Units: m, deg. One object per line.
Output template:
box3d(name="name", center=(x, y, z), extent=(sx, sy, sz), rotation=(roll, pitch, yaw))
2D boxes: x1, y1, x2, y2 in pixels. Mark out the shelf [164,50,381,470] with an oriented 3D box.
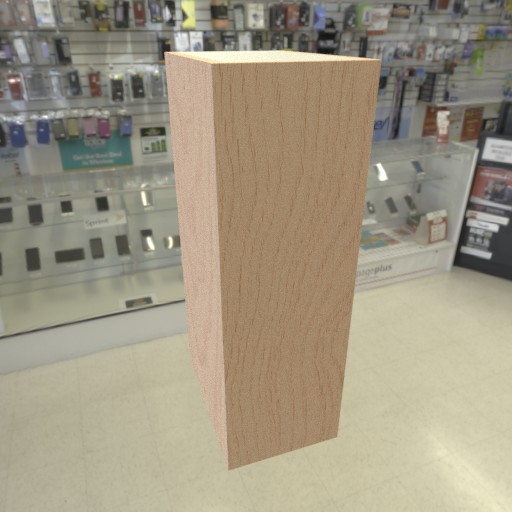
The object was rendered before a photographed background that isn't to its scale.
box3d(name="shelf", center=(0.000, 0.000, 0.727), extent=(0.200, 0.600, 0.290), rotation=(-9, 28, -17))
